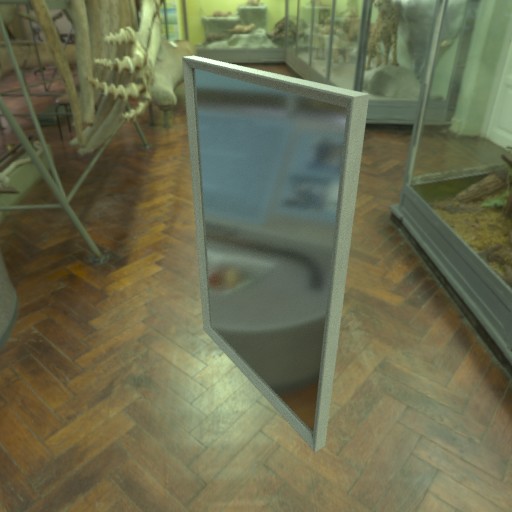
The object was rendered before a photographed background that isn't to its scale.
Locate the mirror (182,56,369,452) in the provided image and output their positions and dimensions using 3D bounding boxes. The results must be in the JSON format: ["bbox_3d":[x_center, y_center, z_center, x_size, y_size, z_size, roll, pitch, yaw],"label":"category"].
[{"bbox_3d":[0.000,0.000,1.176,0.041,0.915,0.609,-20,36,-30],"label":"mirror"}]
